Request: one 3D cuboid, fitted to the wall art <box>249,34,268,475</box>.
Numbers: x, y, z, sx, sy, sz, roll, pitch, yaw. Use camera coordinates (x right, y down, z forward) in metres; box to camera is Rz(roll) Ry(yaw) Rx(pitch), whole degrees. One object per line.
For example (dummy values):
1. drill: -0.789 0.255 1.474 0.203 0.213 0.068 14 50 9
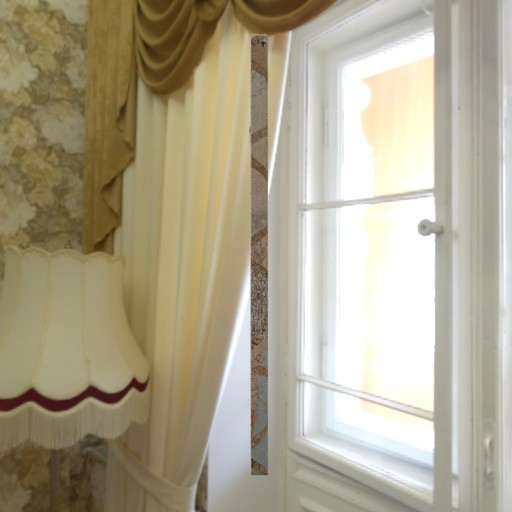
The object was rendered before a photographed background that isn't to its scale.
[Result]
1. wall art: 0.000 0.000 1.366 0.039 0.914 0.912 0 -1 -1
